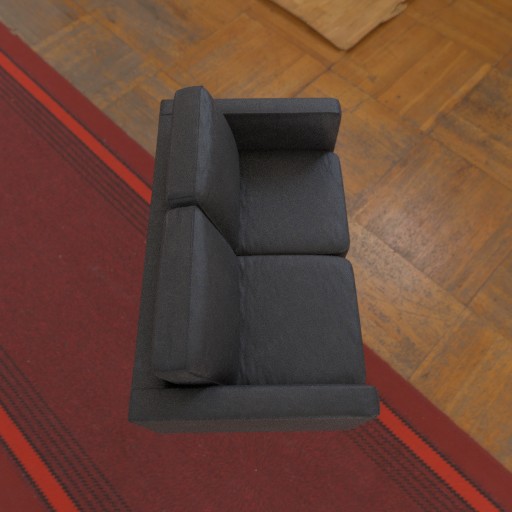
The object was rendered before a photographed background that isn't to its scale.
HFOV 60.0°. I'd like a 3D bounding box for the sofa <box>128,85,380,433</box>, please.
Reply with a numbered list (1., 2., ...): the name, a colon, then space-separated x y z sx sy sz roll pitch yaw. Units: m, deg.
1. sofa: 0.000 0.000 1.987 0.879 0.899 1.430 -1 64 0
